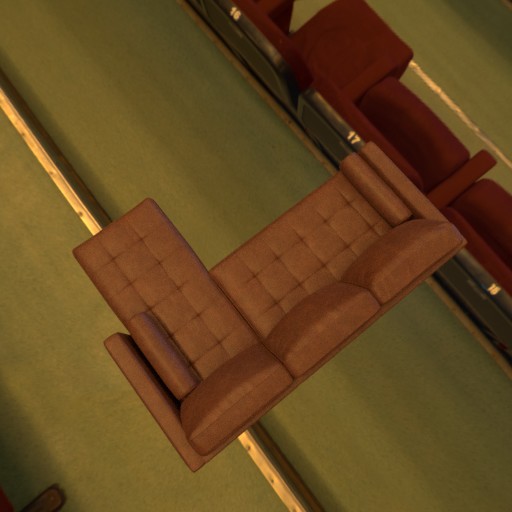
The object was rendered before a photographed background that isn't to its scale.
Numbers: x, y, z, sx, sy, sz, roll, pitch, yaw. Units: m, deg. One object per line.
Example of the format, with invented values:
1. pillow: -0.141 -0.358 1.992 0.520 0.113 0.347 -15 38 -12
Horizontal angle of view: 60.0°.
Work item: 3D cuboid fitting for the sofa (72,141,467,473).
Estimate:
1. sofa: 0.000 0.000 2.941 2.185 0.841 1.613 -37 79 -9
